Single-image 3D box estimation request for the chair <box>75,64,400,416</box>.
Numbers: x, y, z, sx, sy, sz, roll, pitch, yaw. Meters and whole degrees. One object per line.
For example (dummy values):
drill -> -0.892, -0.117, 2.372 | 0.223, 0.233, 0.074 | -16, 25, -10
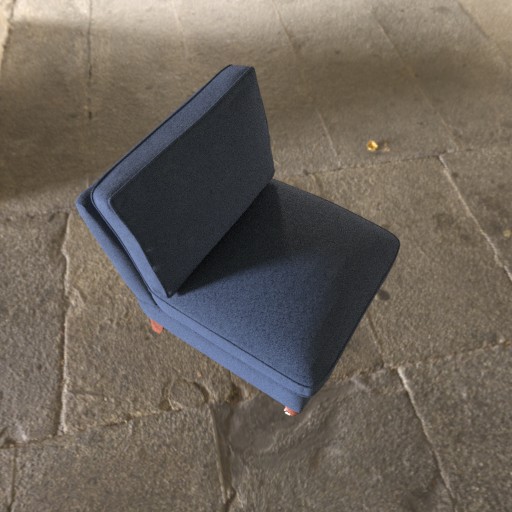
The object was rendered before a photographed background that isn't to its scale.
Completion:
chair -> 0.000, 0.000, 1.693 | 0.912, 1.052, 0.724 | 29, 62, 17
